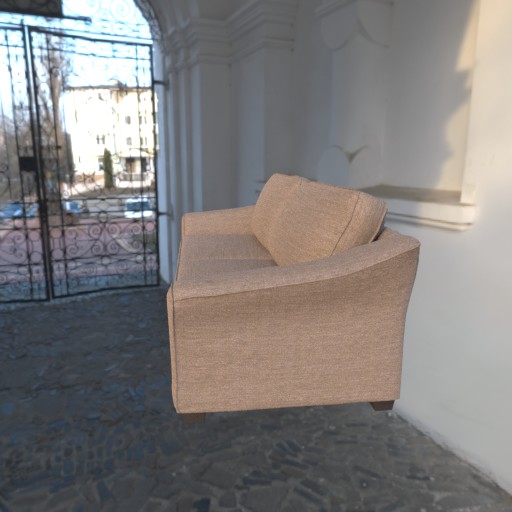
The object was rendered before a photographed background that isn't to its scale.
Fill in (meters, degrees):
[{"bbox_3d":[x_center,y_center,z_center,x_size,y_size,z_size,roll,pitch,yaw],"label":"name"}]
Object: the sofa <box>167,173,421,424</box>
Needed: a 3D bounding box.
[{"bbox_3d":[0.000,0.000,2.746,0.980,0.965,2.270,-2,13,-8],"label":"sofa"}]
